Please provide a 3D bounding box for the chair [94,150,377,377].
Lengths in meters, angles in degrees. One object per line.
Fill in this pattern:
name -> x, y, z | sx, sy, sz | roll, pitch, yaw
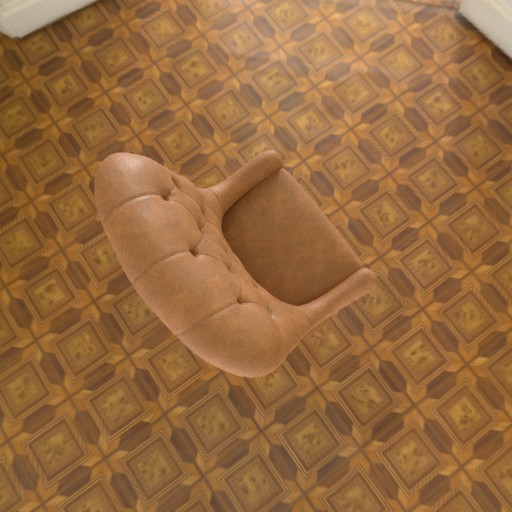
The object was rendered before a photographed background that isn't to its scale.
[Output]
chair -> 0.000, 0.000, 1.457 | 0.629, 1.091, 0.634 | -35, 79, -8
